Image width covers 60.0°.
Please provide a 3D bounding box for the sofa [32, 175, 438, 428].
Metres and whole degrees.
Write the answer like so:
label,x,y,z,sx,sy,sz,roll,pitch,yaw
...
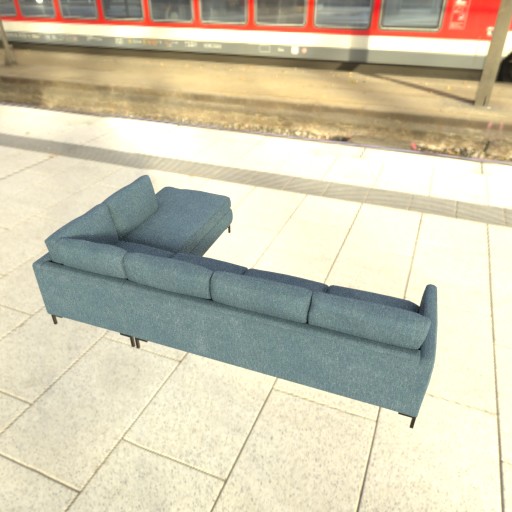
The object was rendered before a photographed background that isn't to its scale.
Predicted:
label,x,y,z,sx,sy,sz,roll,pitch,yaw
sofa,0.000,0.000,3.818,2.949,0.815,2.007,11,34,17
